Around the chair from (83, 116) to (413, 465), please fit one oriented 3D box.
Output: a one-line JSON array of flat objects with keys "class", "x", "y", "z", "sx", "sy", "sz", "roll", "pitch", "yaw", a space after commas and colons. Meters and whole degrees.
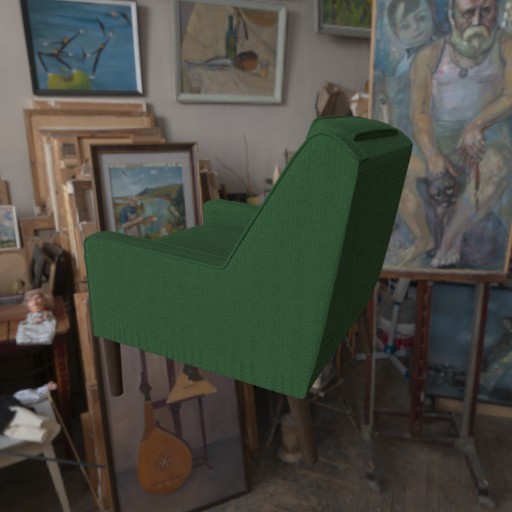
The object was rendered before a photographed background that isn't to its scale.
[{"class": "chair", "x": 0.000, "y": 0.000, "z": 1.317, "sx": 0.743, "sy": 0.792, "sz": 0.663, "roll": 8, "pitch": 19, "yaw": 26}]
